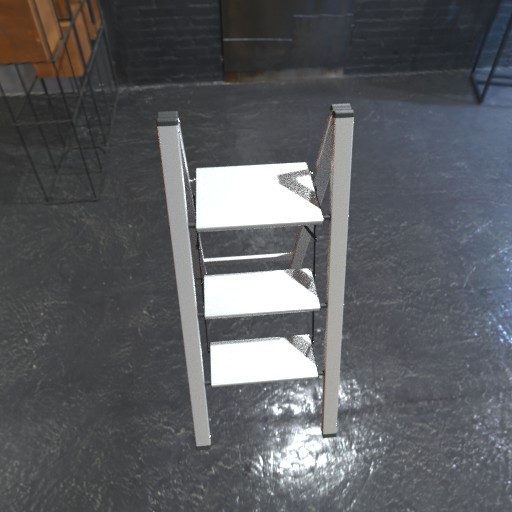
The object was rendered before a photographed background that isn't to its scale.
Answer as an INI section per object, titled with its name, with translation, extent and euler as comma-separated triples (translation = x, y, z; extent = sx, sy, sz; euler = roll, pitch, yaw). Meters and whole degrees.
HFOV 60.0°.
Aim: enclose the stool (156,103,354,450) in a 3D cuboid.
[stool]
translation = 0.000, 0.000, 1.299
extent = 0.441, 0.902, 0.730
euler = -4, 45, -4
